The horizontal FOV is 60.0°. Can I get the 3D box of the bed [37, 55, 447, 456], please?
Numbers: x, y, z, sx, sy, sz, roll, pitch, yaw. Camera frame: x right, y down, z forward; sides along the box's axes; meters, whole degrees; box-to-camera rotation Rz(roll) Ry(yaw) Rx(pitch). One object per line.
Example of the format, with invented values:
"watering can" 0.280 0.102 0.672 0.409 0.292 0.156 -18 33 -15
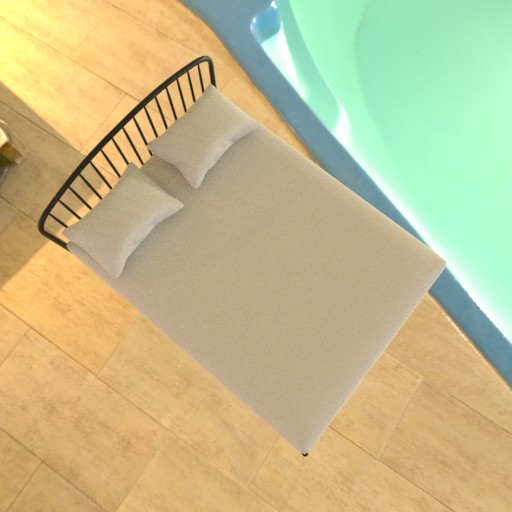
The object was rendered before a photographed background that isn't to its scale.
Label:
"bed" 0.000 0.000 3.062 2.159 1.166 1.618 39 79 9
